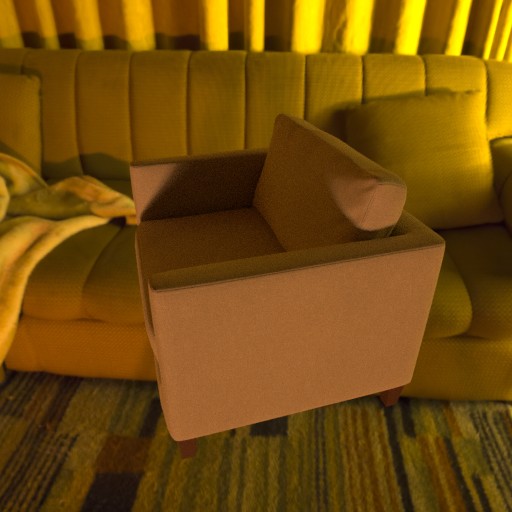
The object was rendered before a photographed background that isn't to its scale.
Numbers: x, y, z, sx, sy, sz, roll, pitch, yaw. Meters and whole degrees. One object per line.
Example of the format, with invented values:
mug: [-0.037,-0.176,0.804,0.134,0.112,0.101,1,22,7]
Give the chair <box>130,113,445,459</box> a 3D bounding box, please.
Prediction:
chair: [0.000,0.000,1.846,0.959,0.961,1.107,-9,32,-14]
